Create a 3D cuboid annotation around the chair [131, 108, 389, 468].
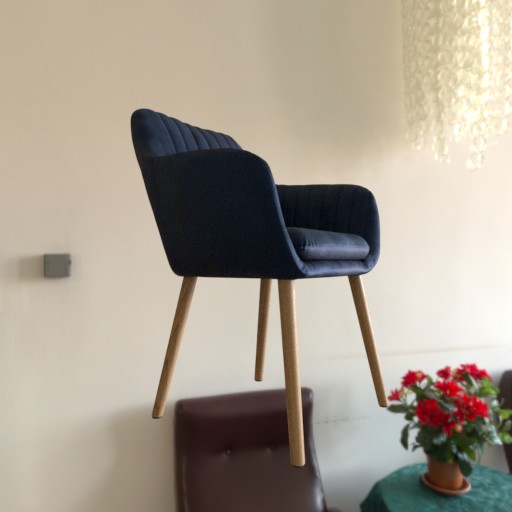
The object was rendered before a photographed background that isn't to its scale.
[{"bbox_3d":[0.000,0.000,1.214,0.573,0.826,0.578,0,0,38],"label":"chair"}]
